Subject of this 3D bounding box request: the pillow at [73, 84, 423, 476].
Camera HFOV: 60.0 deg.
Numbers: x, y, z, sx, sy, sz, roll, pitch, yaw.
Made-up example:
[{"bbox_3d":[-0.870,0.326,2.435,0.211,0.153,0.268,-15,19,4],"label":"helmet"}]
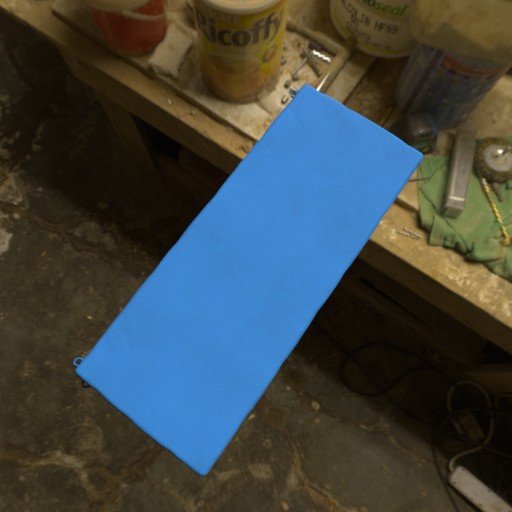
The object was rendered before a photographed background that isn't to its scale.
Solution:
[{"bbox_3d":[0.000,0.000,1.331,0.492,0.081,1.187,35,78,9],"label":"pillow"}]
